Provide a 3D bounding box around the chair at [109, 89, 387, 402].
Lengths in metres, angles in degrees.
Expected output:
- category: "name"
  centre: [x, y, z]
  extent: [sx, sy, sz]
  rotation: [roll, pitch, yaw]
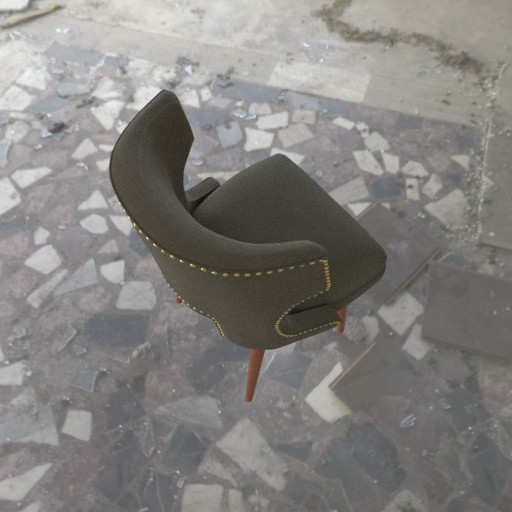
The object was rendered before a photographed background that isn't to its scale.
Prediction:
- category: "chair"
  centre: [0.000, 0.000, 1.257]
  extent: [0.581, 0.863, 0.595]
  rotation: [-32, 64, -18]
